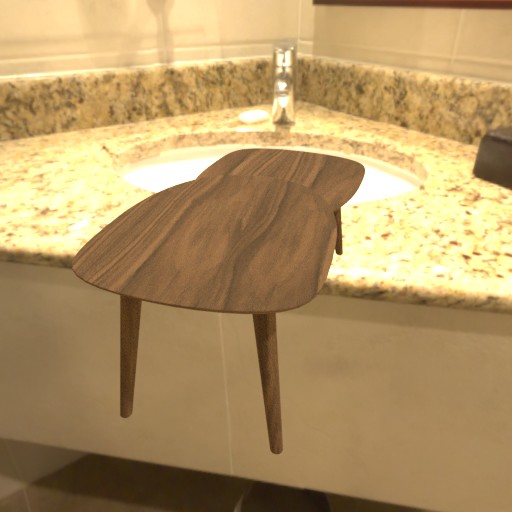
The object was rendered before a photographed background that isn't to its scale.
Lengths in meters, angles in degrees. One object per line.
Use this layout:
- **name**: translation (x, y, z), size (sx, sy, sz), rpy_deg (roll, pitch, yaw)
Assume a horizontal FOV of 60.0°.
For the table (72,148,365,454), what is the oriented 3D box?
- **table**: translation (0.000, 0.000, 1.320), size (0.527, 0.429, 1.084), rpy_deg (10, 32, 16)
